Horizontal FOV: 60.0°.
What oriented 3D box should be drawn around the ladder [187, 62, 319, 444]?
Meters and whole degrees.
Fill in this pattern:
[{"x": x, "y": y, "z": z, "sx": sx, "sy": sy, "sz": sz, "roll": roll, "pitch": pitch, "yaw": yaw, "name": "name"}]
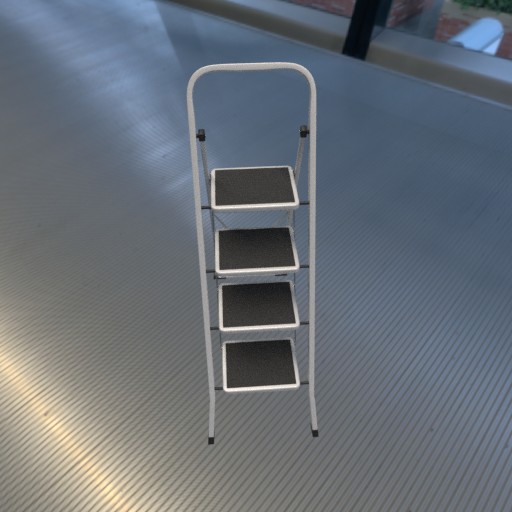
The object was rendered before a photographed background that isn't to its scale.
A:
[{"x": 0.000, "y": 0.000, "z": 1.691, "sx": 0.460, "sy": 1.265, "sz": 0.914, "roll": -3, "pitch": 47, "yaw": -3, "name": "ladder"}]
